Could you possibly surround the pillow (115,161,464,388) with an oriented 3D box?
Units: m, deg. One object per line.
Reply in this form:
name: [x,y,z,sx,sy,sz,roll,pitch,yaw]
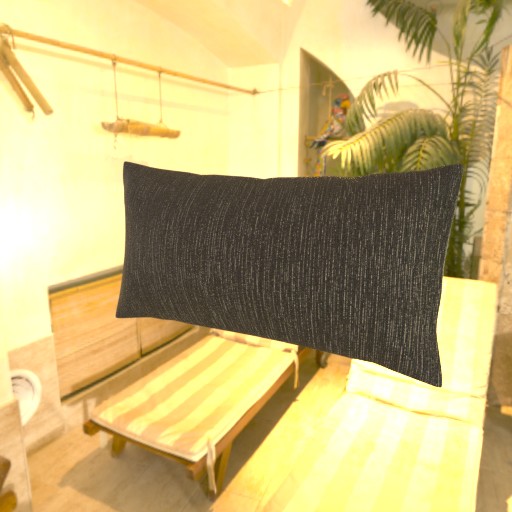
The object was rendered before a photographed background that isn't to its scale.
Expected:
pillow: [0.000,0.000,0.740,0.608,0.305,0.156,6,14,26]
